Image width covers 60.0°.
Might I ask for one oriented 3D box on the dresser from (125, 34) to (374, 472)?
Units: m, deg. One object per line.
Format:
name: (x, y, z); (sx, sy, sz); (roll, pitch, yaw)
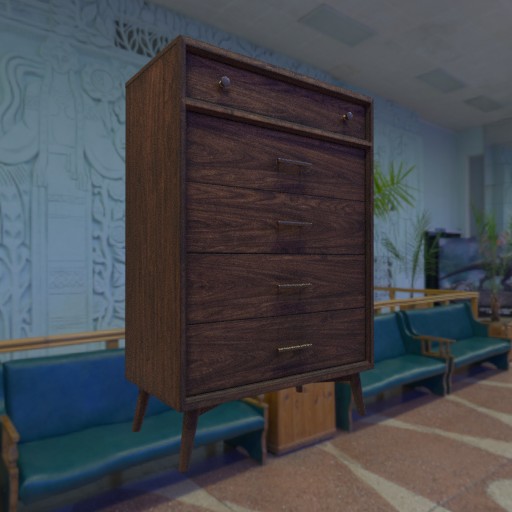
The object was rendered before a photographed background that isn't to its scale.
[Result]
dresser: (0.000, 0.000, 1.820); (0.919, 1.365, 0.498); (0, 0, -36)
